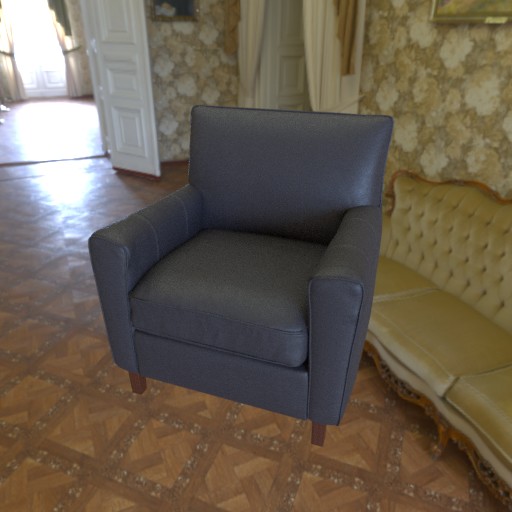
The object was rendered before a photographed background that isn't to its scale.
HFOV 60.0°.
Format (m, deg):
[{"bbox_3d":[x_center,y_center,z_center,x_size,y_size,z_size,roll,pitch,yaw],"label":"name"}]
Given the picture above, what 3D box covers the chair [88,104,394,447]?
[{"bbox_3d":[0.000,0.000,1.642,0.870,0.943,0.825,9,28,18],"label":"chair"}]
